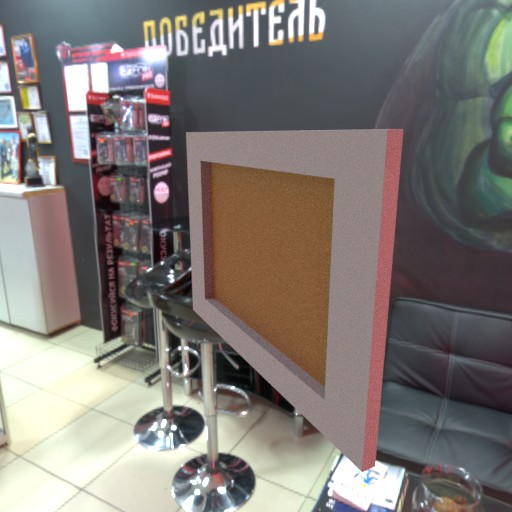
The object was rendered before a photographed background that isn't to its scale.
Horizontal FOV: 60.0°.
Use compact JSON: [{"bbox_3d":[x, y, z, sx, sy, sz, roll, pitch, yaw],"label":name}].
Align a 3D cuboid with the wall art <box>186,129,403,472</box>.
[{"bbox_3d":[0.000,0.000,1.141,0.033,0.617,0.906,-8,17,-27],"label":"wall art"}]
